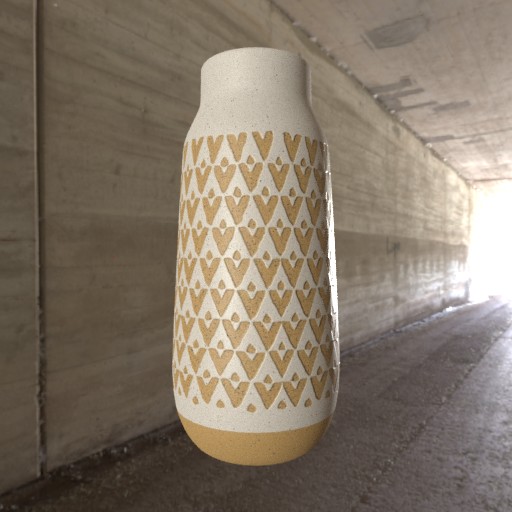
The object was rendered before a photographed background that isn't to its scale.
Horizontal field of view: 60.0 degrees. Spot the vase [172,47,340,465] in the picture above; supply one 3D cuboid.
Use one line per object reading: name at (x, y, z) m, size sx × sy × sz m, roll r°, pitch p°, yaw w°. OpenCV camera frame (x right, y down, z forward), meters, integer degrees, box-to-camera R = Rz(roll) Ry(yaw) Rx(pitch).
vase at (0.000, 0.000, 0.370) m, size 0.137 × 0.307 × 0.137 m, roll 0°, pitch 1°, yaw 0°
